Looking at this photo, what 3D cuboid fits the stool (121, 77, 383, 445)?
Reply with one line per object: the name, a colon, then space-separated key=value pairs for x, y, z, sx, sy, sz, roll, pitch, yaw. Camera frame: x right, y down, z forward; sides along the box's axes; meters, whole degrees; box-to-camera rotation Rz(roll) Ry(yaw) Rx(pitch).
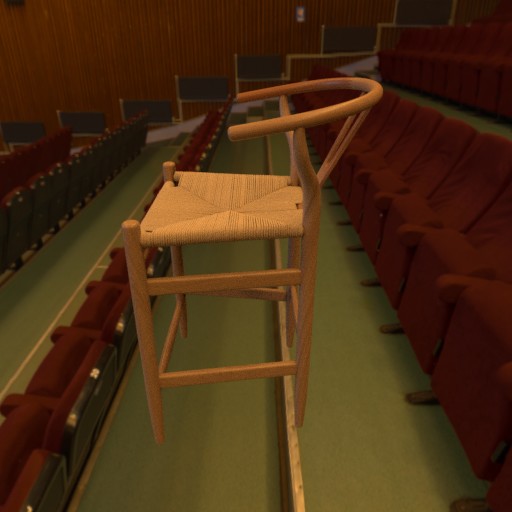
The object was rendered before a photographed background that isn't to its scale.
stool: x=0.000 y=0.000 z=1.248 sx=0.575 sy=0.923 sz=0.536 roll=0 pitch=27 yaw=0
